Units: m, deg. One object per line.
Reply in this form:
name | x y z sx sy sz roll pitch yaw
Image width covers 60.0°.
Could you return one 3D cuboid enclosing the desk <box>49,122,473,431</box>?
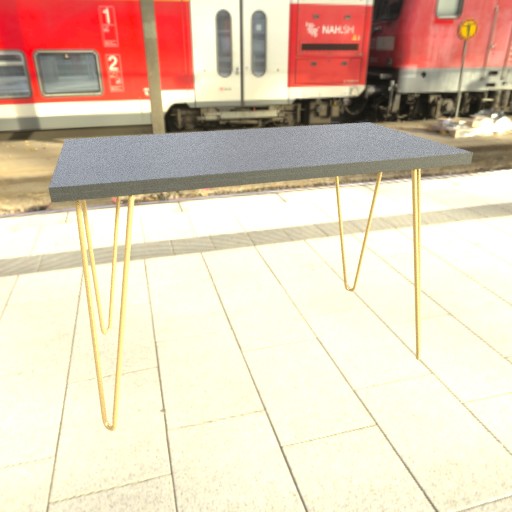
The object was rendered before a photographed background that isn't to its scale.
desk | 0.000 0.000 1.337 0.991 0.660 0.499 -8 27 -16
